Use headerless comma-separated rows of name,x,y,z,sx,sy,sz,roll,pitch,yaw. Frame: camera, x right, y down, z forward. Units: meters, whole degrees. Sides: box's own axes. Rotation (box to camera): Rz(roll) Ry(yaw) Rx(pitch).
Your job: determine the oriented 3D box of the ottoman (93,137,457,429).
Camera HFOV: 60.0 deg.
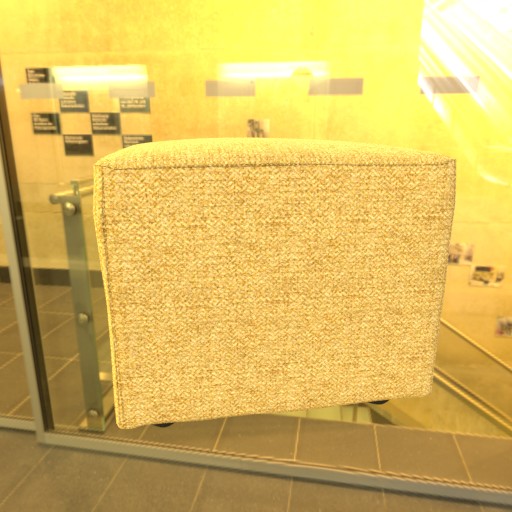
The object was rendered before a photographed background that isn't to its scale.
ottoman,0.000,0.000,0.861,0.505,0.441,0.512,-3,16,-9
